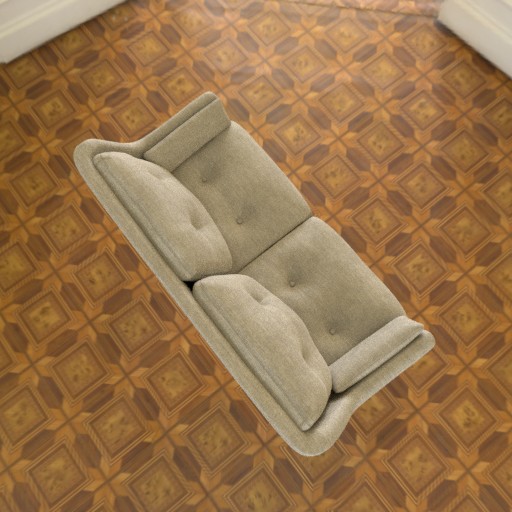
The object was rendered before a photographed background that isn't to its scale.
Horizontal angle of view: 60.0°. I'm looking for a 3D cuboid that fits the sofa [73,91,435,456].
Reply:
[{"bbox_3d":[0.000,0.000,2.485,0.976,0.897,1.930,-38,78,-9],"label":"sofa"}]
